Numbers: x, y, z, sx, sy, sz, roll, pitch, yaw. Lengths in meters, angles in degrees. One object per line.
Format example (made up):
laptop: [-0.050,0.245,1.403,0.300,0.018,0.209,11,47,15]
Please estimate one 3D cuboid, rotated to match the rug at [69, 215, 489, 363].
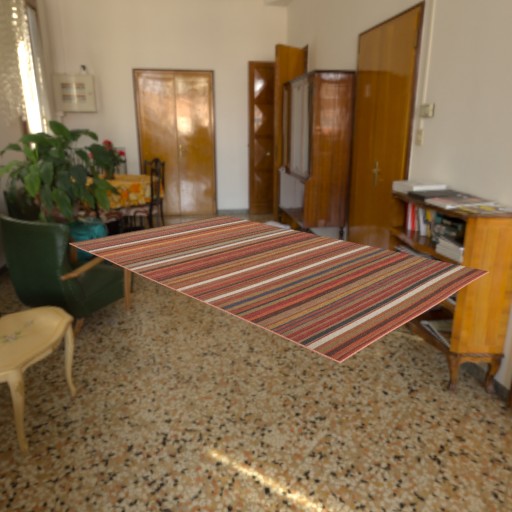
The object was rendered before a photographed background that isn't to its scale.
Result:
rug: [0.000,0.000,2.980,1.523,0.008,2.438,-15,22,-42]
